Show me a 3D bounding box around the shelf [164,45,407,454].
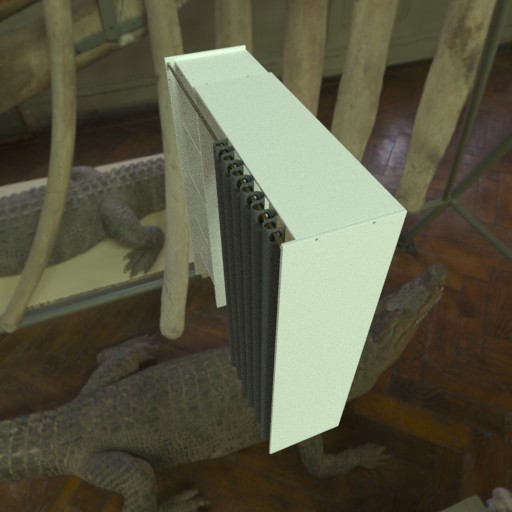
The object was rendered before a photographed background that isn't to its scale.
[{"bbox_3d":[0.000,0.000,2.653,0.500,1.810,1.600,-16,48,-15],"label":"shelf"}]
